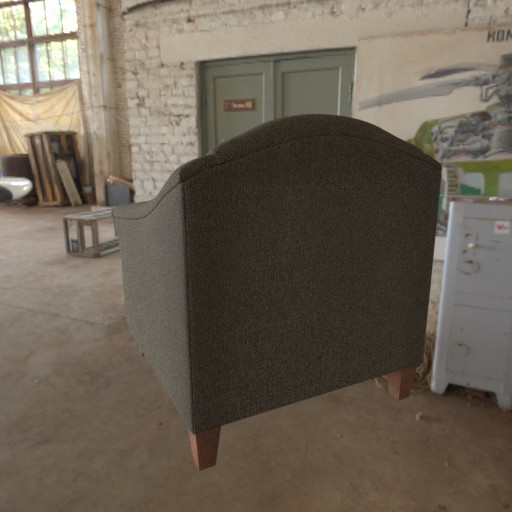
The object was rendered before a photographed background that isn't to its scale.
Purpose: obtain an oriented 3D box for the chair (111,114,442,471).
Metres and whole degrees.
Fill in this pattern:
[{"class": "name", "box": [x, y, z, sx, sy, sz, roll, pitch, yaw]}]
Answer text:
[{"class": "chair", "box": [0.000, 0.000, 1.438, 0.763, 0.839, 0.787, -7, 16, -27]}]
